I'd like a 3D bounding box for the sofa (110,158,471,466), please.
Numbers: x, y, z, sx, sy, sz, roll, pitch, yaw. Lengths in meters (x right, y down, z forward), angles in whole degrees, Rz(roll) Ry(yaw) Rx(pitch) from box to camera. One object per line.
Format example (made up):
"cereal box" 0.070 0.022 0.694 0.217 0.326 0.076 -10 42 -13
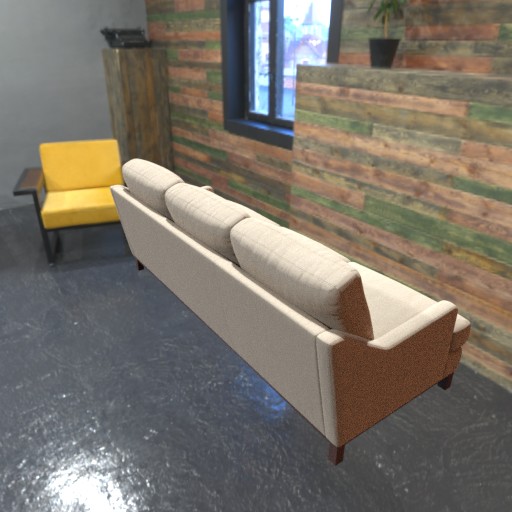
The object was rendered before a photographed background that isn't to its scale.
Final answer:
"sofa" 0.000 0.000 2.745 1.000 0.913 2.321 -17 31 -31
